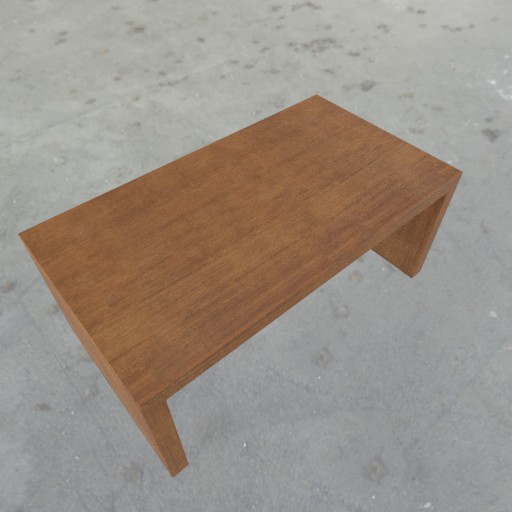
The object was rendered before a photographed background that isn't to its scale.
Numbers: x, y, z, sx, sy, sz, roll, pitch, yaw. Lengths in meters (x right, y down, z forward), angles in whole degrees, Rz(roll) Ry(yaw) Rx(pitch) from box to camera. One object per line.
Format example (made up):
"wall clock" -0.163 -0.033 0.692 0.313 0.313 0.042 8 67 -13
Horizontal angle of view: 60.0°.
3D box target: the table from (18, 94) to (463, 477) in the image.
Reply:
"table" 0.000 0.000 1.271 1.000 0.419 0.549 -33 56 -26
